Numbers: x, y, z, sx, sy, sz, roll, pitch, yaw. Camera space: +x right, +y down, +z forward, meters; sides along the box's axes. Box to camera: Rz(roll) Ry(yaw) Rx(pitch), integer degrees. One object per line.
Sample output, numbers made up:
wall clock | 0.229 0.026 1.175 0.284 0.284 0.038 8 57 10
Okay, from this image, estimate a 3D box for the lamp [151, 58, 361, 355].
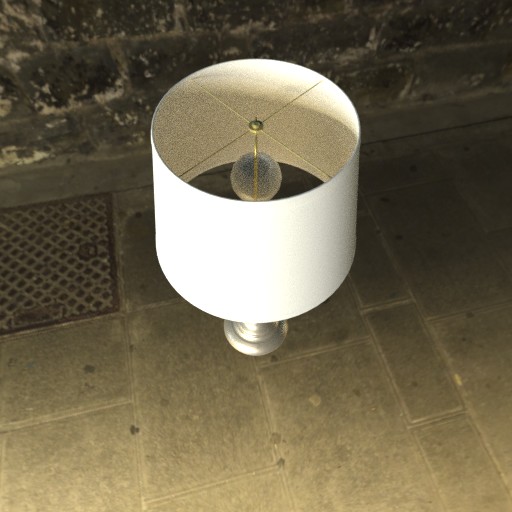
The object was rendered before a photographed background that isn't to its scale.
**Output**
lamp | 0.000 0.000 0.798 0.328 0.612 0.328 0 58 0
